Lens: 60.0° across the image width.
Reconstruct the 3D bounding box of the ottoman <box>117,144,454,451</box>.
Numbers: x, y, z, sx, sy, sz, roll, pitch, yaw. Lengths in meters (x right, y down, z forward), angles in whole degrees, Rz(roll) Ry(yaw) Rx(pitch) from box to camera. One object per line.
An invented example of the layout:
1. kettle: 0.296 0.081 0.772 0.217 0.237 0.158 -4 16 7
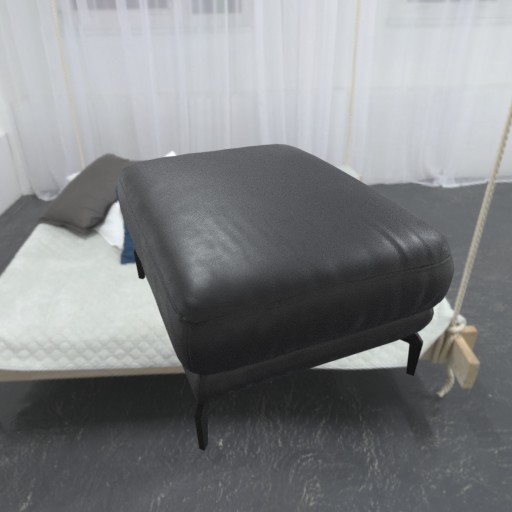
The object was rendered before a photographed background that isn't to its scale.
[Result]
1. ottoman: 0.000 0.000 1.118 0.570 0.402 0.764 -12 32 -20
